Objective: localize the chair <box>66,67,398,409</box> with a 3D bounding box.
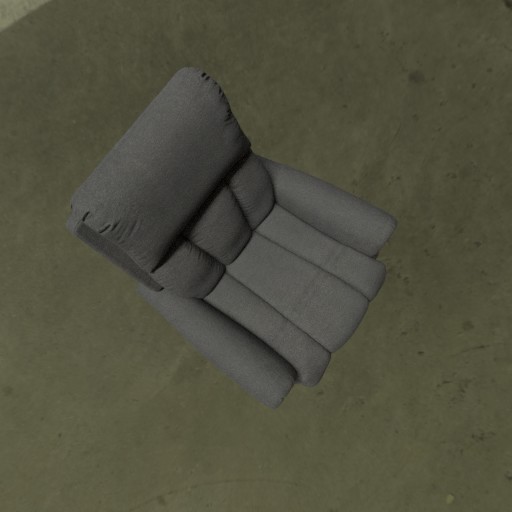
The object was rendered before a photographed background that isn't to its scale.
[{"bbox_3d":[0.000,0.000,1.727,0.979,1.031,0.871,34,79,8],"label":"chair"}]
